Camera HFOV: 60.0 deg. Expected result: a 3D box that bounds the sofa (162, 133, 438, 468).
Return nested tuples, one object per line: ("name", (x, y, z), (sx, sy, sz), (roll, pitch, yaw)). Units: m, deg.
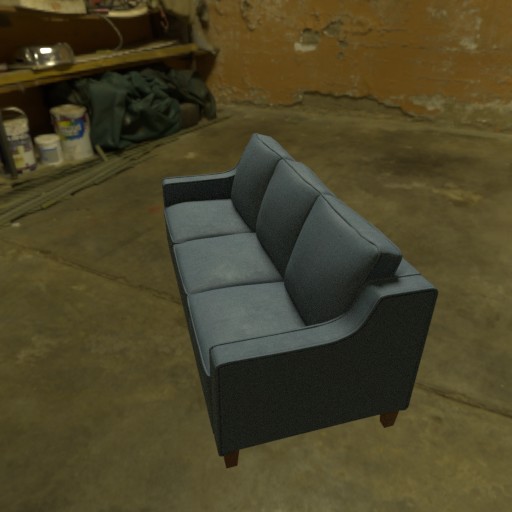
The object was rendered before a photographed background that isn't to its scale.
("sofa", (0.000, 0.000, 2.592), (0.911, 0.974, 1.986), (-8, 31, -14))
